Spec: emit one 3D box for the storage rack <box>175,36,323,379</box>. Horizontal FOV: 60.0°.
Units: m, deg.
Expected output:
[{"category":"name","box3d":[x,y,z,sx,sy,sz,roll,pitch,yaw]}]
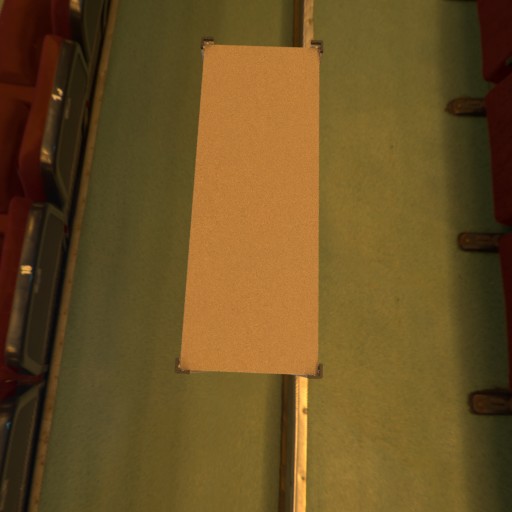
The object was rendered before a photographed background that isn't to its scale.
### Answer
[{"category":"storage rack","box3d":[0.000,0.000,2.393,0.457,1.829,1.219,2,76,1]}]
